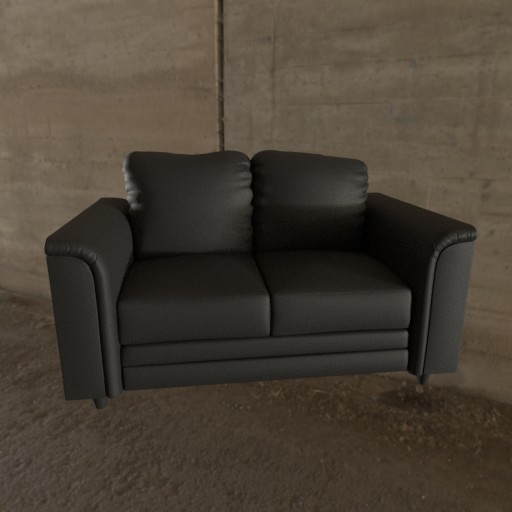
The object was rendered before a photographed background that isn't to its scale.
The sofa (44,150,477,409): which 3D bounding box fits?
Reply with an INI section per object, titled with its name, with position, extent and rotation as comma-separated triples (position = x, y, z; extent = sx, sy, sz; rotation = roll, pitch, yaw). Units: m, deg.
[sofa]
position = 0.000, 0.000, 1.859
extent = 1.386, 0.845, 0.887
rotation = -2, 16, -7
